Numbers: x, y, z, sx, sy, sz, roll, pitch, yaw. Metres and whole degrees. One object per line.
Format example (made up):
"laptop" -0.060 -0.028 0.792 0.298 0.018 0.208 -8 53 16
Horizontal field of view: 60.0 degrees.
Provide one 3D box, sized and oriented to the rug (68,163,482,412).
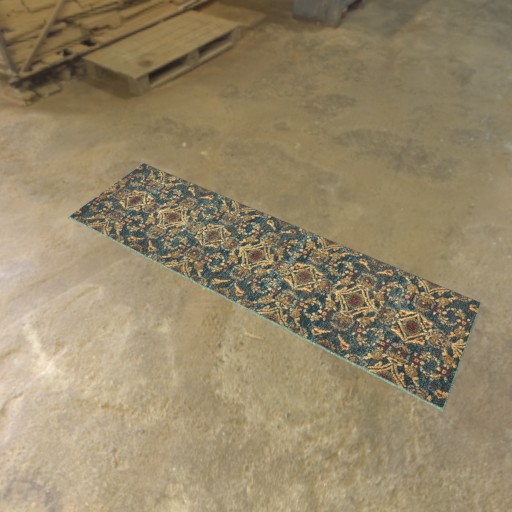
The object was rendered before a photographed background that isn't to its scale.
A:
"rug" 0.000 0.000 2.479 2.292 0.014 0.685 25 51 22
